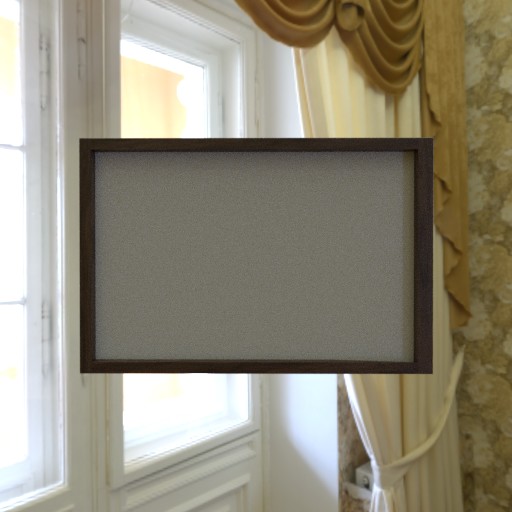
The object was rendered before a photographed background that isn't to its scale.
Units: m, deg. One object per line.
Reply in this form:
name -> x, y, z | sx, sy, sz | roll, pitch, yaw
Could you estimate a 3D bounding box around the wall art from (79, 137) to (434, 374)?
wall art -> 0.000, 0.000, 1.168 | 0.914, 0.610, 0.050 | 0, 0, 0
